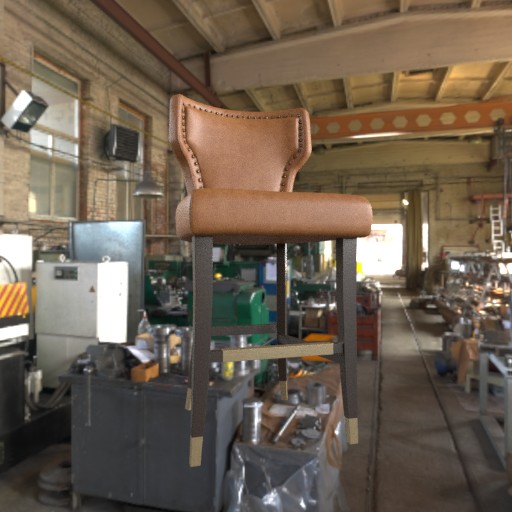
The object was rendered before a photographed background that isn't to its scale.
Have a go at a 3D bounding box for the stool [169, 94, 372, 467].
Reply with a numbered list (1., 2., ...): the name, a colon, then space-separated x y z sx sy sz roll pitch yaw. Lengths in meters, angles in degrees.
1. stool: 0.000 0.000 1.420 0.526 1.092 0.563 0 0 -17
